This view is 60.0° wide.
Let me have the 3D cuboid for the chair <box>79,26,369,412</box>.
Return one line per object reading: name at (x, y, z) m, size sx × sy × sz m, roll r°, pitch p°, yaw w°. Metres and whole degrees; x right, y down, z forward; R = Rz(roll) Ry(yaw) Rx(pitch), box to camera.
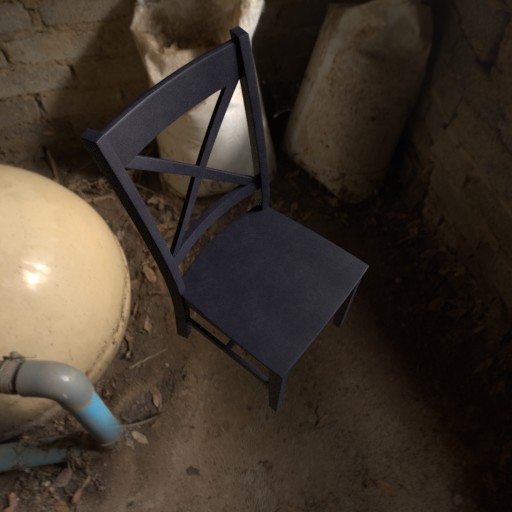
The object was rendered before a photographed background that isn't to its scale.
chair at (0.000, 0.000, 1.297) m, size 0.542 × 0.983 × 0.485 m, roll 34°, pitch 64°, yaw 19°
